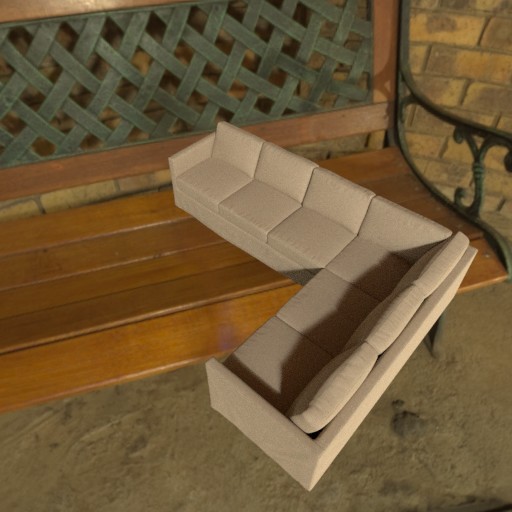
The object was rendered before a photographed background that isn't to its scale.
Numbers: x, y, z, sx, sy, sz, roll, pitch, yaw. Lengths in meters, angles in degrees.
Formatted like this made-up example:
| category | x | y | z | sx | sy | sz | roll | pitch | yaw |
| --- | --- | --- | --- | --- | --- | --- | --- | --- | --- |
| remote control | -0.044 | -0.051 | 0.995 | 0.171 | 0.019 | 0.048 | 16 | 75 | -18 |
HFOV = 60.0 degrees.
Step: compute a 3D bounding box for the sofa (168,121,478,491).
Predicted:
| category | x | y | z | sx | sy | sz | roll | pitch | yaw |
| --- | --- | --- | --- | --- | --- | --- | --- | --- | --- |
| sofa | 0.000 | 0.000 | 4.229 | 3.182 | 0.871 | 2.432 | 33 | 55 | 27 |
